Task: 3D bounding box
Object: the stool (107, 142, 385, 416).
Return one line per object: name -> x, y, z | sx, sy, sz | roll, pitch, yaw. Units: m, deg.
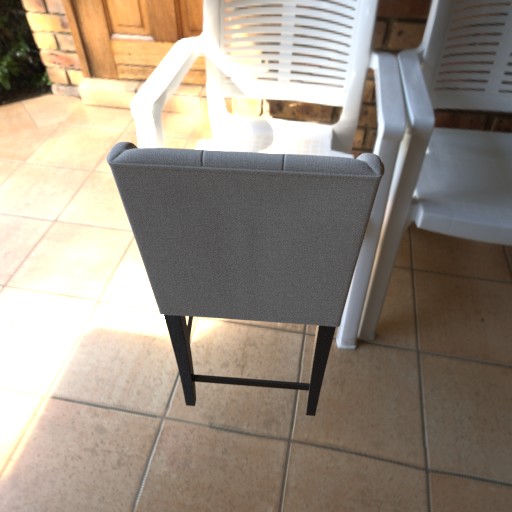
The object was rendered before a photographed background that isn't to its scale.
stool -> 0.000, 0.000, 1.181 | 0.474, 0.939, 0.509 | 4, 46, 3
